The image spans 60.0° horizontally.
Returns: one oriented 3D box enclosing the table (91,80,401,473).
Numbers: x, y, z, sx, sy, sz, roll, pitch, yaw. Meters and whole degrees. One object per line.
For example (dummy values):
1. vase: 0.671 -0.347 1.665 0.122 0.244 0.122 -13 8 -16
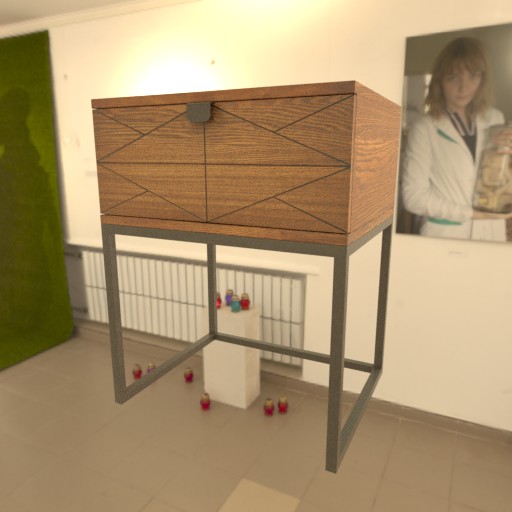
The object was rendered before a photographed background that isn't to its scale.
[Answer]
1. table: 0.000 0.000 0.928 0.482 0.610 0.400 6 15 26
